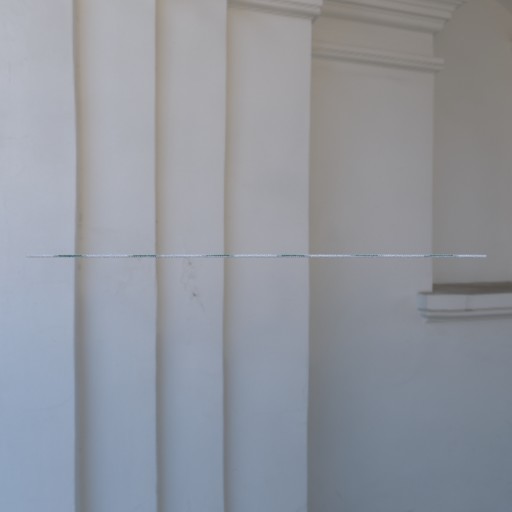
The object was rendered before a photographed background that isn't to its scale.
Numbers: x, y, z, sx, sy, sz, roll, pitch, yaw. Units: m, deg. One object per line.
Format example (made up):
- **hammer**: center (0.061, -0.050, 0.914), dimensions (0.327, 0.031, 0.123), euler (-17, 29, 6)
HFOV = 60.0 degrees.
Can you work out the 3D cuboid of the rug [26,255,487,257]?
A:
- **rug**: center (0.000, 0.000, 2.720), dimensions (2.438, 0.012, 0.768), euler (0, 0, 1)
